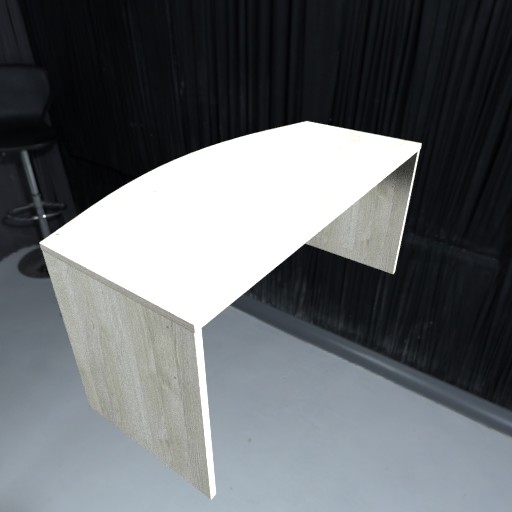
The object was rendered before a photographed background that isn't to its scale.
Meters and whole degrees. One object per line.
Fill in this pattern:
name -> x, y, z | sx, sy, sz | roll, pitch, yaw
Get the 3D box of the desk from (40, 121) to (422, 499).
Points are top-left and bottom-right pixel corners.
desk -> 0.000, 0.000, 1.979 | 0.802, 0.752, 1.600 | 21, 38, 30
